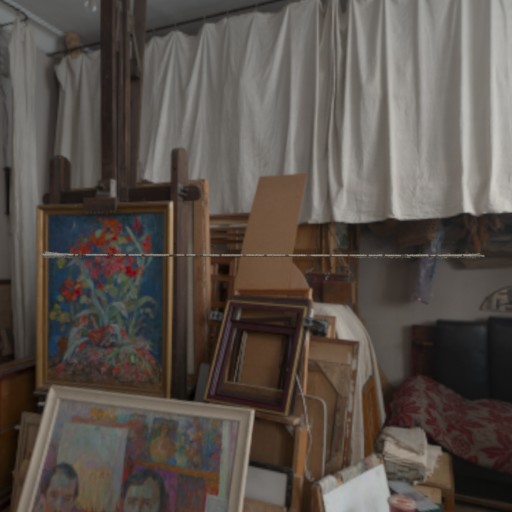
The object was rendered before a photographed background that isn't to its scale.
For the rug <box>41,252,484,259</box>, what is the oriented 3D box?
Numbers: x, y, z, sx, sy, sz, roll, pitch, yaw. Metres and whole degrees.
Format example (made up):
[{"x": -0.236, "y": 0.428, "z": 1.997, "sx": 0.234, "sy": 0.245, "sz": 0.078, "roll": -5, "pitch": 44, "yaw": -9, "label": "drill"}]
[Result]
[{"x": 0.000, "y": 0.000, "z": 3.029, "sx": 2.472, "sy": 0.035, "sz": 1.495, "roll": 0, "pitch": 0, "yaw": -17, "label": "rug"}]
